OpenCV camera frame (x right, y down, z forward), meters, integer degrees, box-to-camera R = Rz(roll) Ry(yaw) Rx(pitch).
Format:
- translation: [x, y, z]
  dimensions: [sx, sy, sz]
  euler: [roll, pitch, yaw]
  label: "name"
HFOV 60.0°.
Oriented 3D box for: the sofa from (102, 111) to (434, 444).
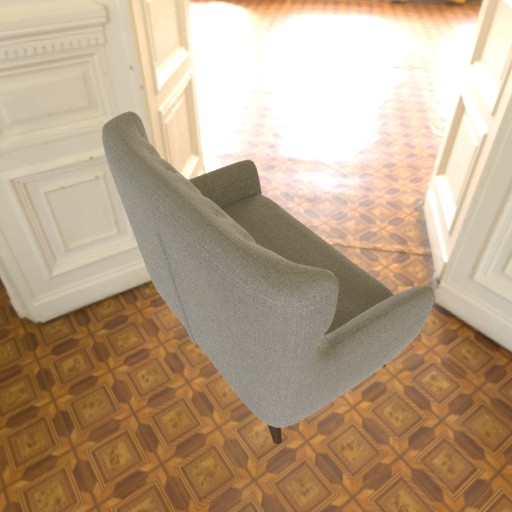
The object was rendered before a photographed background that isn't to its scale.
- translation: [0.000, 0.000, 2.014]
  dimensions: [0.884, 1.028, 1.386]
  euler: [-26, 48, -26]
  label: "sofa"
